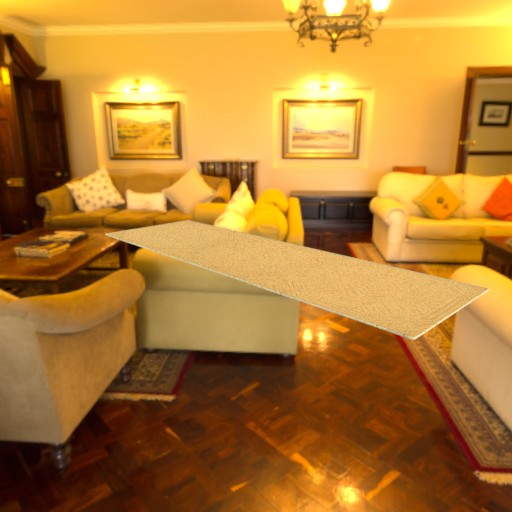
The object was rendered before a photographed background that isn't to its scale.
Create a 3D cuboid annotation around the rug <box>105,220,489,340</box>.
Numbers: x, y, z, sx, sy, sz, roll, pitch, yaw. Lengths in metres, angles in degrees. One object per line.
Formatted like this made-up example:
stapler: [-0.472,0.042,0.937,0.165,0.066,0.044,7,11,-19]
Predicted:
rug: [0.000,0.000,2.735,0.775,0.012,2.452,-15,21,-42]
